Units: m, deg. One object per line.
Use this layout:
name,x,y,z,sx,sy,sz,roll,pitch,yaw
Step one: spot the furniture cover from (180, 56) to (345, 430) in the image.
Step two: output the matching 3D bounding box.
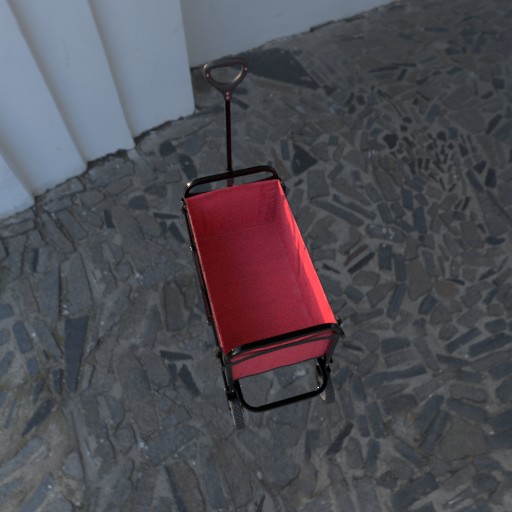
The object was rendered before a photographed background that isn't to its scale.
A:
furniture cover,0.000,0.000,1.808,0.532,1.295,1.038,-13,58,-8
